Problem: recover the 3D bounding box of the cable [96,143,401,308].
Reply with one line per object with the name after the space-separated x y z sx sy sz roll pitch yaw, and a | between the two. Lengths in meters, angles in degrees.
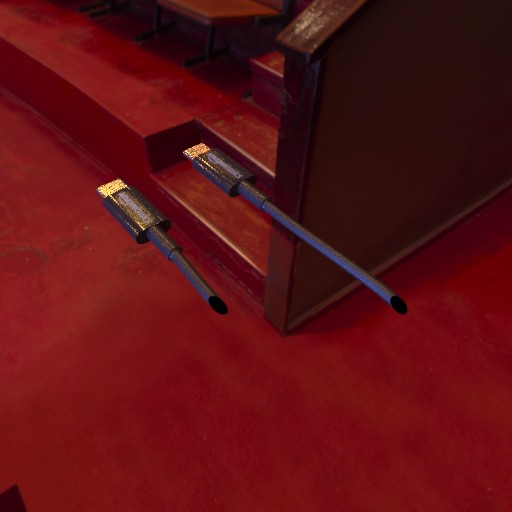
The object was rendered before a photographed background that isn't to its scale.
0.000 0.000 0.110 0.041 0.005 0.098 -31 54 -26 | cable
